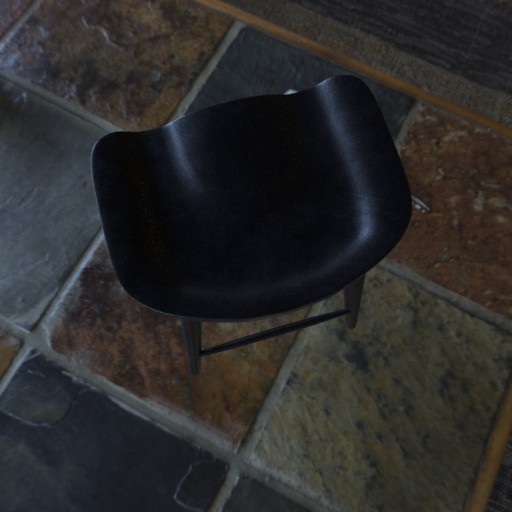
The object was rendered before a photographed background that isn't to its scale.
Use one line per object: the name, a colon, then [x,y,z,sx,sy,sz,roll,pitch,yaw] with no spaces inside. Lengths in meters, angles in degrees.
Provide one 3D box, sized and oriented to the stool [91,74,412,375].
stool: [0.000,0.000,0.871,0.440,0.615,0.361,-16,76,-4]
